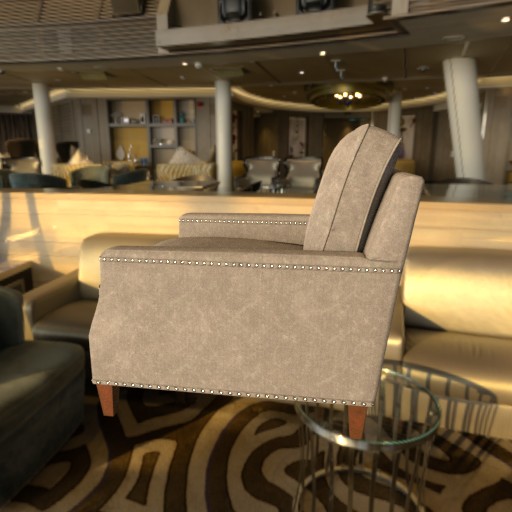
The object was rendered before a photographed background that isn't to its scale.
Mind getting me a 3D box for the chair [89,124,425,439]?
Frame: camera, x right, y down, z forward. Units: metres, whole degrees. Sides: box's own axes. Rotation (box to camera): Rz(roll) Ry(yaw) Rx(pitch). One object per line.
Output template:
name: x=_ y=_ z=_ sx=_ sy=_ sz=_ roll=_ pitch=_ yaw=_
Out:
chair: x=0.000 y=0.000 z=1.697 sx=1.014 sy=0.948 sz=0.853 roll=2 pitch=14 yaw=8
